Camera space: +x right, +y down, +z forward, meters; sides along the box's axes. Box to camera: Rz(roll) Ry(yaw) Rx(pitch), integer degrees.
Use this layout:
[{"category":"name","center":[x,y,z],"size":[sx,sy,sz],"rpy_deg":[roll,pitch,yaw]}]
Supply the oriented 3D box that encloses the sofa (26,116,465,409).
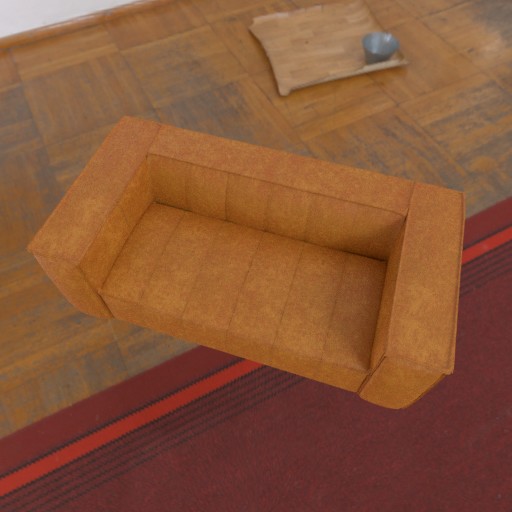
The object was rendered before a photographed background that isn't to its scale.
[{"category":"sofa","center":[0.000,0.000,2.554],"size":[2.088,0.703,1.102],"rpy_deg":[15,59,9]}]
